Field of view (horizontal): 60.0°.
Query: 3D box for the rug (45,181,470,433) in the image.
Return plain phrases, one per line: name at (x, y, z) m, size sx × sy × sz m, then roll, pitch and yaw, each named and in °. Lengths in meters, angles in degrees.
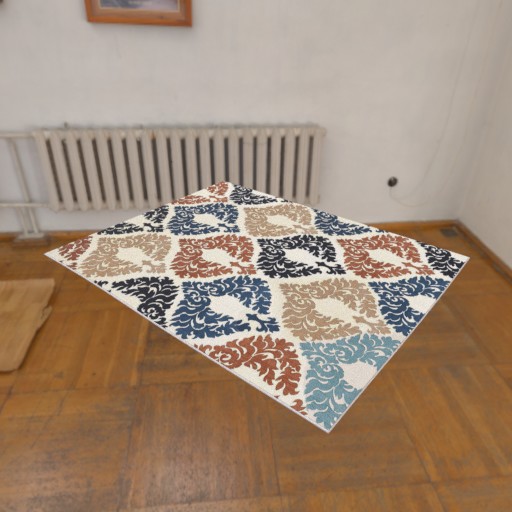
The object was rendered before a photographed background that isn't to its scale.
rug at (0.000, 0.000, 4.026) m, size 3.040 × 0.014 × 2.423 m, roll 23°, pitch 37°, yaw 33°
